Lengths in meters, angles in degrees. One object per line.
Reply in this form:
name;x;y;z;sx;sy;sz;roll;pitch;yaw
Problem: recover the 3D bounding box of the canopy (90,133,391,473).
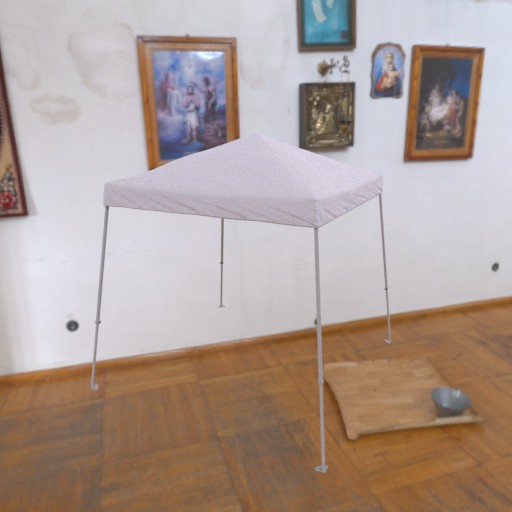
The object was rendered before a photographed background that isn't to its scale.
canopy;0.000;0.000;5.331;2.850;2.850;2.849;8;18;27
